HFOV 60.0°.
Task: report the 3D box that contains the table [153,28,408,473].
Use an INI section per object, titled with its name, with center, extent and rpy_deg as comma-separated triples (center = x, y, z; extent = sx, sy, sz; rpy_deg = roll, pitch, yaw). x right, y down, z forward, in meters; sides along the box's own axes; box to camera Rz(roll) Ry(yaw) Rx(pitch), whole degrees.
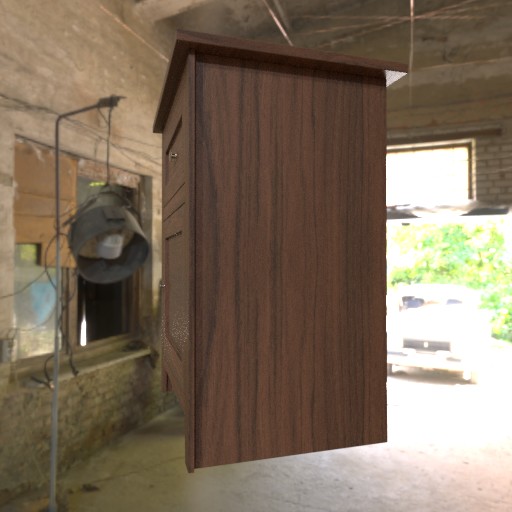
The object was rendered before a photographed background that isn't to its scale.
[table]
center = 0.000, 0.000, 0.906
extent = 0.381, 0.636, 0.480
rpy_deg = 0, -1, -17
